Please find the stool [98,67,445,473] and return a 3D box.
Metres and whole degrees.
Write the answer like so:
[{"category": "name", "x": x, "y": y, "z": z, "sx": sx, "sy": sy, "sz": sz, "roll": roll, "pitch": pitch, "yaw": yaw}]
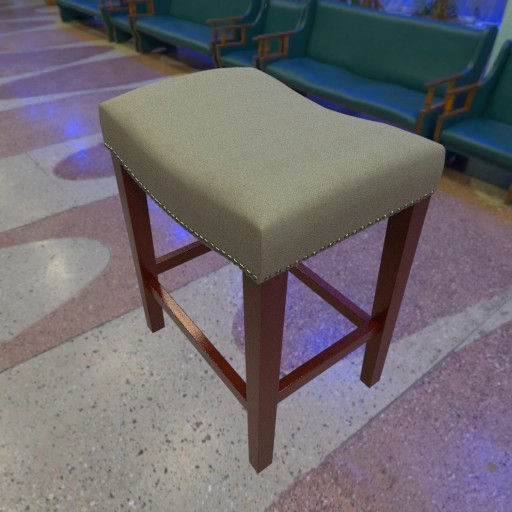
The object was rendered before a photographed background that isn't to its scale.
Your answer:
[{"category": "stool", "x": 0.000, "y": 0.000, "z": 0.929, "sx": 0.375, "sy": 0.632, "sz": 0.509, "roll": -26, "pitch": 46, "yaw": -28}]
